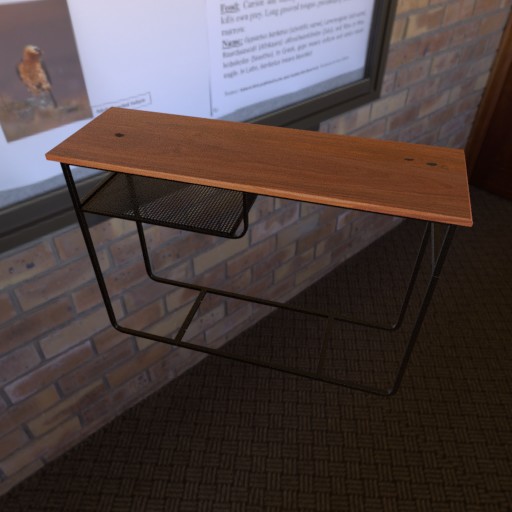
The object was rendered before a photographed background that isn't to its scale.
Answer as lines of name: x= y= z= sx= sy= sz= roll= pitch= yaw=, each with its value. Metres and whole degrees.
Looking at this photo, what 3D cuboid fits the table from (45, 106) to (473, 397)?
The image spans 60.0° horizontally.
table: x=0.000 y=0.000 z=1.462 sx=1.100 sy=0.750 sz=0.350 roll=11 pitch=41 yaw=12
